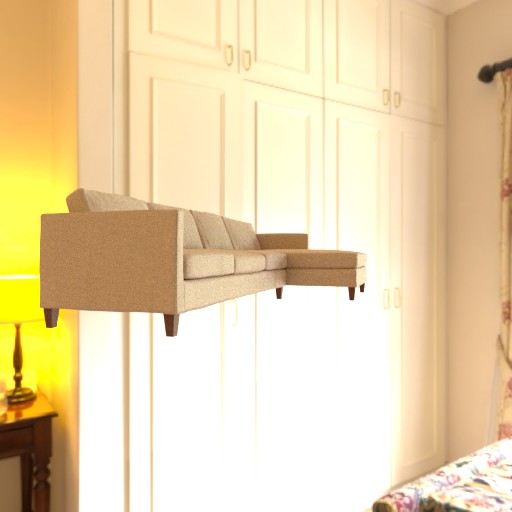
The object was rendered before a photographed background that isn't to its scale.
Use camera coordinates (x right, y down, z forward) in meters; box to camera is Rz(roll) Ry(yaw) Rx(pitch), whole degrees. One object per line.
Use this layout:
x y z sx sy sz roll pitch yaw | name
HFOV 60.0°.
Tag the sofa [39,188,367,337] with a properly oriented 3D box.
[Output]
0.000 0.000 3.855 1.625 0.846 3.186 0 0 19 | sofa
